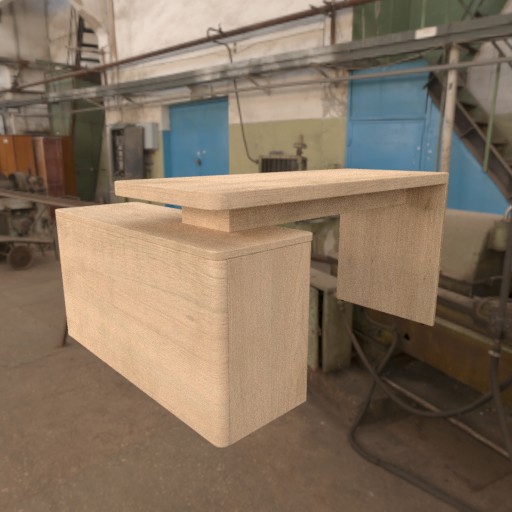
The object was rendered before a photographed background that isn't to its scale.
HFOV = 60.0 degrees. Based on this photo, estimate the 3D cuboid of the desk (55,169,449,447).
[{"bbox_3d":[0.000,0.000,2.097,1.400,0.770,1.175,-13,19,-42],"label":"desk"}]
